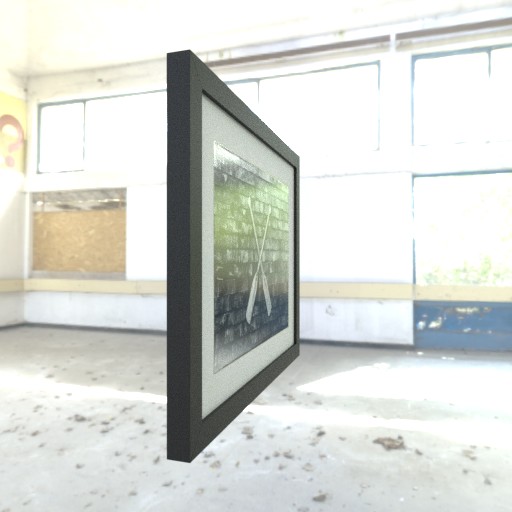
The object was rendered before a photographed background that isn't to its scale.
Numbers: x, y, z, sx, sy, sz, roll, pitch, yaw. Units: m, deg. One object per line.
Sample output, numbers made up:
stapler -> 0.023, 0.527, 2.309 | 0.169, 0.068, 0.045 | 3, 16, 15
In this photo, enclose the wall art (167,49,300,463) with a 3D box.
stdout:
wall art -> 0.000, 0.000, 0.758 | 0.029, 0.457, 0.558 | 0, 0, 18
